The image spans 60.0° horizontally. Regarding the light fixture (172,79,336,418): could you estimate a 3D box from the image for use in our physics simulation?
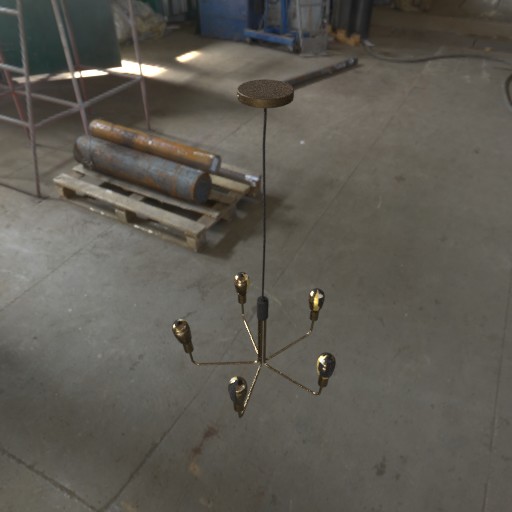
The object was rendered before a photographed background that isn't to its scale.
[{"bbox_3d":[0.000,0.000,1.400,0.588,1.059,0.532,-12,41,-14],"label":"light fixture"}]
